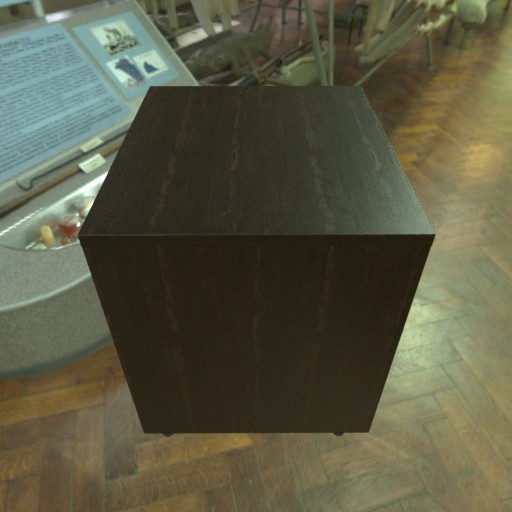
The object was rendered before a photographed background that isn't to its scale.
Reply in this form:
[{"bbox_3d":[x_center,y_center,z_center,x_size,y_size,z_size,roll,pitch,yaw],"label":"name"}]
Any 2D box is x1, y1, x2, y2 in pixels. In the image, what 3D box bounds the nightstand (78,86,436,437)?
[{"bbox_3d":[0.000,0.000,0.870,0.427,0.487,0.489,0,41,0],"label":"nightstand"}]
